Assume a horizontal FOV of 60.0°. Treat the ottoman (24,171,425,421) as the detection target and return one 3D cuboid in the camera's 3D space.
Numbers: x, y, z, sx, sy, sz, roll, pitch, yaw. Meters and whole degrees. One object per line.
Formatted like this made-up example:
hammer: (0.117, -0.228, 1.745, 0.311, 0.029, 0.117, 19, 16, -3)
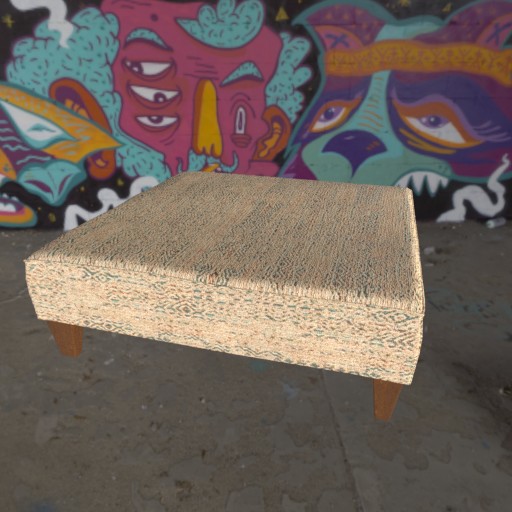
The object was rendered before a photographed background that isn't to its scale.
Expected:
ottoman: (0.000, 0.000, 1.500, 1.004, 0.356, 0.968, 7, 25, 15)
